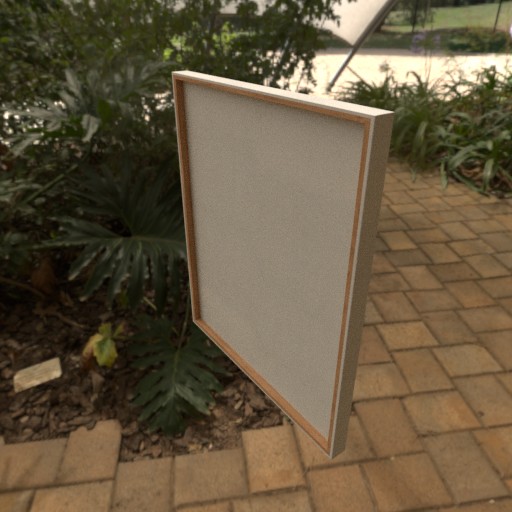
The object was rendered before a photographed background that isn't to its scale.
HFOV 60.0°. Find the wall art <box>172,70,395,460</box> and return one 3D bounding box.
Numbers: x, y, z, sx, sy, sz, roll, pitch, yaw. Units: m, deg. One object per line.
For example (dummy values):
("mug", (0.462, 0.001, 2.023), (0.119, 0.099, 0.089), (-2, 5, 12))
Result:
("wall art", (0.000, 0.000, 0.842), (0.037, 0.606, 0.508), (-20, 35, -31))
